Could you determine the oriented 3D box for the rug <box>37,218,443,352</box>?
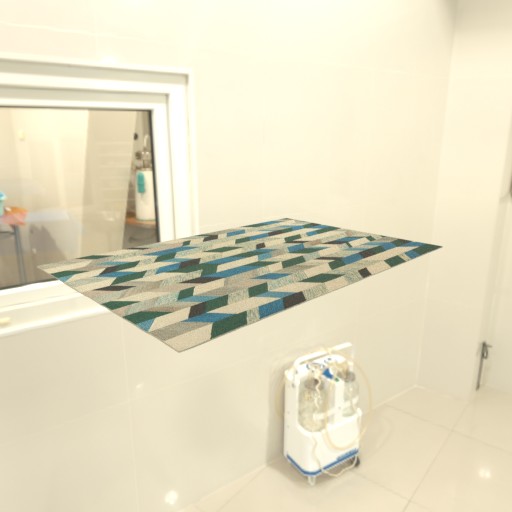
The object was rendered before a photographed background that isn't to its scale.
[{"bbox_3d":[0.000,0.000,2.369,1.827,0.005,1.229,-15,21,-42],"label":"rug"}]
